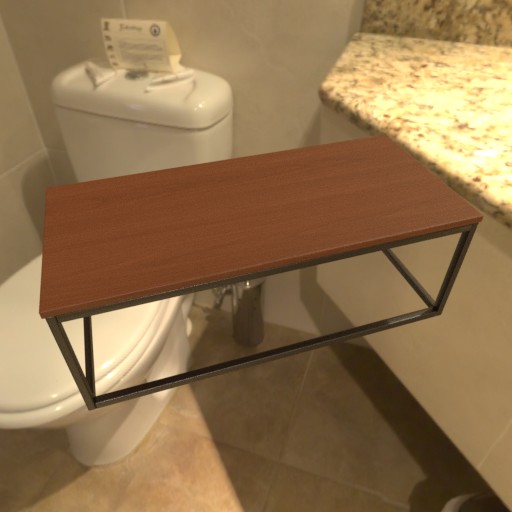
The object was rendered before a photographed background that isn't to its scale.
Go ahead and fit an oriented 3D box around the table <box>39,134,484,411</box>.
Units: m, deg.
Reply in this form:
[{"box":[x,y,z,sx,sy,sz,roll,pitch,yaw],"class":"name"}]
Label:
[{"box":[0.000,0.000,1.347,1.100,0.400,0.500,-12,43,-13],"class":"table"}]
